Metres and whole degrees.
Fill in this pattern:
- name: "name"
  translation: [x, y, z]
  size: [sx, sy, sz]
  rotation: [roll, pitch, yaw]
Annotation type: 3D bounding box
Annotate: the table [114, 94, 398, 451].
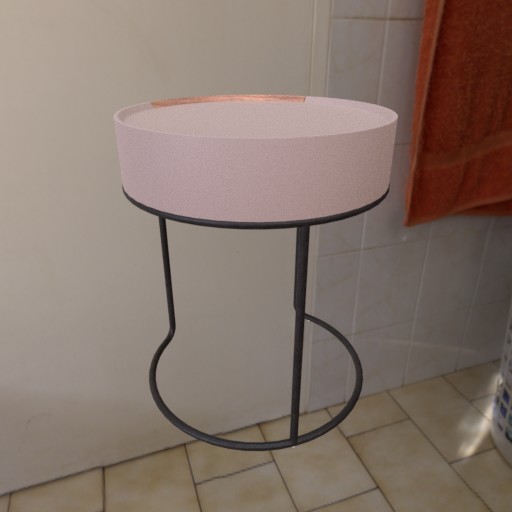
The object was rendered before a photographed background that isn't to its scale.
- name: "table"
  translation: [0.000, 0.000, 0.840]
  size: [0.450, 0.530, 0.450]
  rotation: [0, 26, 0]
